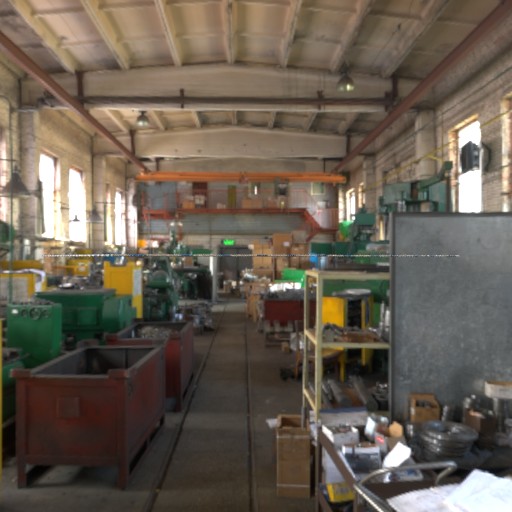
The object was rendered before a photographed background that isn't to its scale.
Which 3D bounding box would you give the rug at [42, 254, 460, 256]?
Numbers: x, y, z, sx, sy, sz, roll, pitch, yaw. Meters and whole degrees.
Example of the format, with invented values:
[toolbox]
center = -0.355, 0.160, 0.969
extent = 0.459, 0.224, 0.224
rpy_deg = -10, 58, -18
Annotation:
[rug]
center = 0.000, 0.000, 3.050
extent = 2.439, 0.008, 1.531
rpy_deg = 0, 0, -35
